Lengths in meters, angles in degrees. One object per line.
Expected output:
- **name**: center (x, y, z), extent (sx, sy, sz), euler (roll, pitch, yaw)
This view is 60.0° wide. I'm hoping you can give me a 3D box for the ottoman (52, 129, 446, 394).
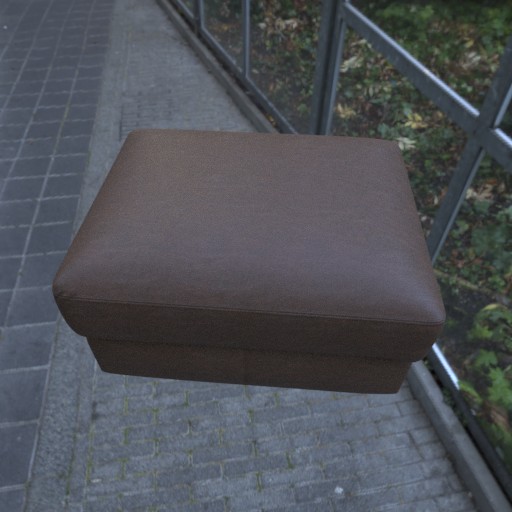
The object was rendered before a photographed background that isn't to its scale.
- **ottoman**: center (0.000, 0.000, 1.169), extent (0.787, 0.508, 0.635), euler (3, 46, 3)
